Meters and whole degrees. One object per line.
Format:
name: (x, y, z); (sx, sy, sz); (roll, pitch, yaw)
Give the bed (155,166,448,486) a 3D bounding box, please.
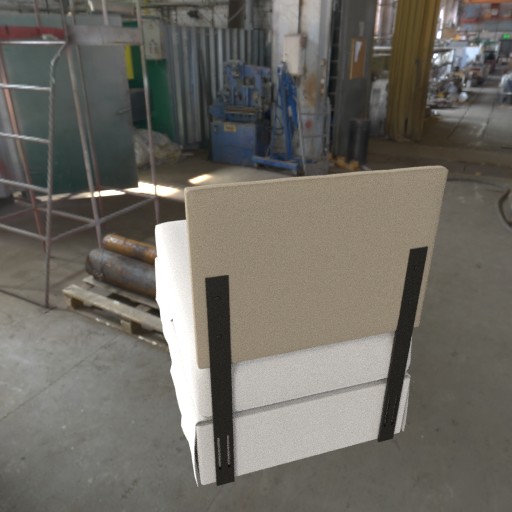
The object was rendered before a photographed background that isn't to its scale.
bed: (0.000, 0.000, 2.923); (1.261, 1.571, 1.997); (-8, 26, -15)
